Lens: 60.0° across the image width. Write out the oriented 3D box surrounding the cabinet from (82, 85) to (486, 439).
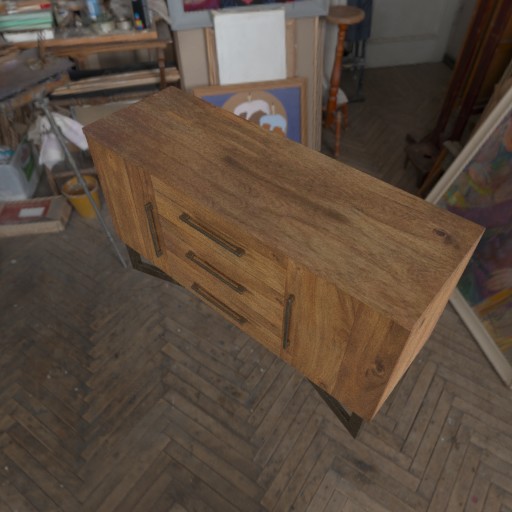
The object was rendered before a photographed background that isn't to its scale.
[{"bbox_3d":[0.000,0.000,1.782,1.373,0.812,0.480,32,55,26],"label":"cabinet"}]
